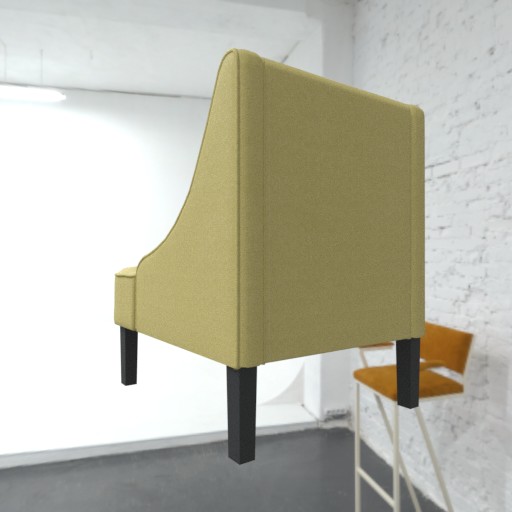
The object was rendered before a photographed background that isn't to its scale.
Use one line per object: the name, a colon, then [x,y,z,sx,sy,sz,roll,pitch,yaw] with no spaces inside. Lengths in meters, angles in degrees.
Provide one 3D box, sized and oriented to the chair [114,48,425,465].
chair: [0.000,0.000,1.449,0.696,0.896,0.814,0,0,-36]
